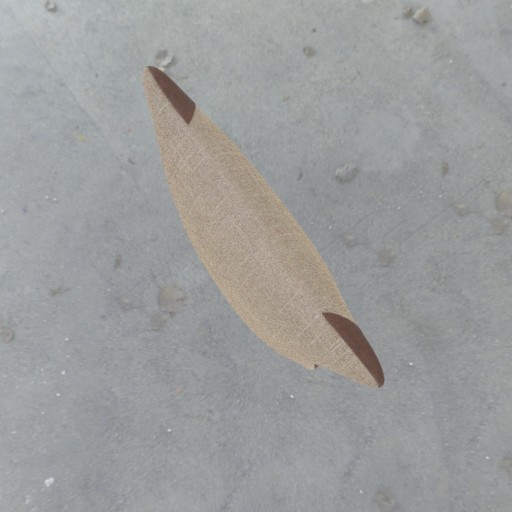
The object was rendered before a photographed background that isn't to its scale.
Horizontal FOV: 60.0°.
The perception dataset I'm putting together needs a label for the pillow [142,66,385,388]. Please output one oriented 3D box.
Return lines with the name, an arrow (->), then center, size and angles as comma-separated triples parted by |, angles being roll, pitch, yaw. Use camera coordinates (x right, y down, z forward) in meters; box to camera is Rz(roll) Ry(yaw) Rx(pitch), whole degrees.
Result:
pillow -> 0.000, 0.000, 0.681 | 0.147, 0.448, 0.437 | -35, 79, -8
